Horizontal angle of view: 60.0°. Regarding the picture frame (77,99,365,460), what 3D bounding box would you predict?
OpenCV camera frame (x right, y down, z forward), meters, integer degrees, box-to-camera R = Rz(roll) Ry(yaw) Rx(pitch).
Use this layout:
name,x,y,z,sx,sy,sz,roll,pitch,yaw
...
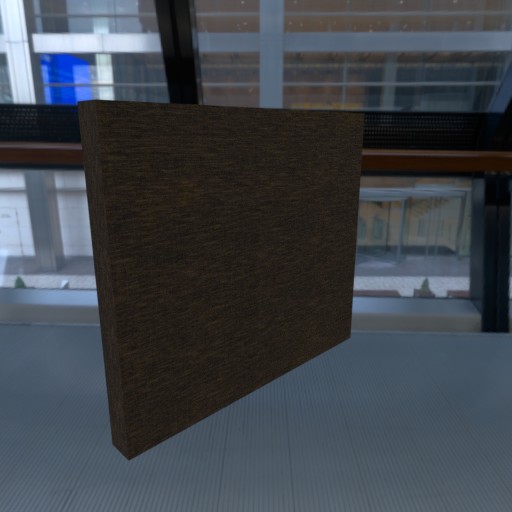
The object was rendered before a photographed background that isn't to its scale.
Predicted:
name,x,y,z,sx,sy,sz,roll,pitch,yaw
picture frame,0.000,0.000,0.523,0.378,0.330,0.033,-15,21,-43
